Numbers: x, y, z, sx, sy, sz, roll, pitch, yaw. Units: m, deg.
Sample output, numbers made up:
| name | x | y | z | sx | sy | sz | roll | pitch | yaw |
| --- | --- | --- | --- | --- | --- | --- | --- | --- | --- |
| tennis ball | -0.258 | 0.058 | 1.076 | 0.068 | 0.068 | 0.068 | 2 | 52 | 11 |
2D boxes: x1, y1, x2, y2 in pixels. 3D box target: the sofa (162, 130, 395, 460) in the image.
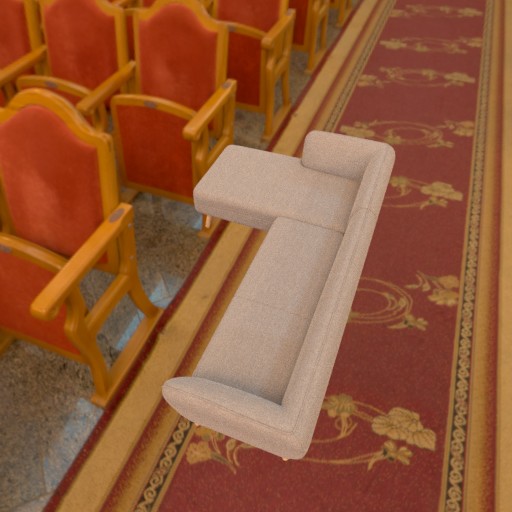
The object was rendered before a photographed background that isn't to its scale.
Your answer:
| name | x | y | z | sx | sy | sz | roll | pitch | yaw |
| --- | --- | --- | --- | --- | --- | --- | --- | --- | --- |
| sofa | 0.000 | 0.000 | 3.283 | 1.532 | 0.693 | 2.653 | 16 | 49 | 14 |
